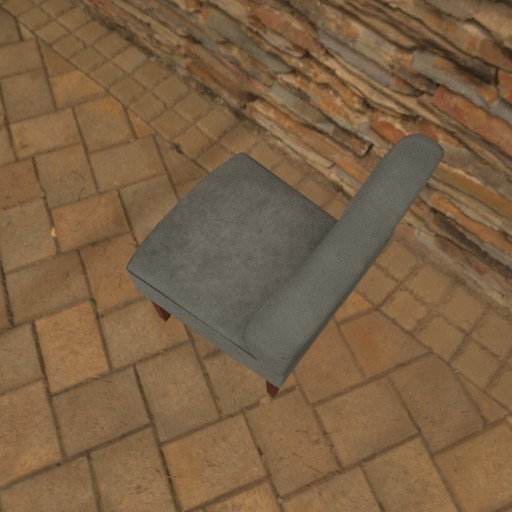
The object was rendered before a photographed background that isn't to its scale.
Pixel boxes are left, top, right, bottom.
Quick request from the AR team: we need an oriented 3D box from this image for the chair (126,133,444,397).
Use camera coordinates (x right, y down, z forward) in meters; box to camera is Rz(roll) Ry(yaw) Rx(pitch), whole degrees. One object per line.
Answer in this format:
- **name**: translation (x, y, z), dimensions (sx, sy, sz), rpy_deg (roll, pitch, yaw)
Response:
- **chair**: translation (0.000, 0.000, 1.182), dimensions (0.554, 0.806, 0.521), rpy_deg (35, 69, 16)
